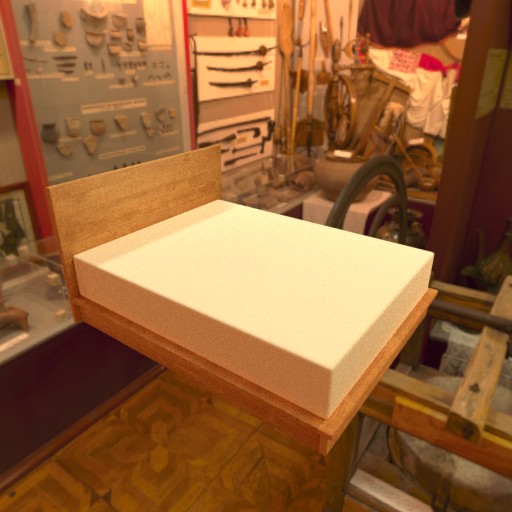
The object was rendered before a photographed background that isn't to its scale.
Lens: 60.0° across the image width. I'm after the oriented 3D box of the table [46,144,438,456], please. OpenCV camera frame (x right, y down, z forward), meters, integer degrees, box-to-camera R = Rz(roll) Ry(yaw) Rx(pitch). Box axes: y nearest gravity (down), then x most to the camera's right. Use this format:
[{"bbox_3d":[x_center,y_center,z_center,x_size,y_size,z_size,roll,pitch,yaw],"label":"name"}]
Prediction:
[{"bbox_3d":[0.000,0.000,3.155,2.149,1.041,1.707,18,31,32],"label":"table"}]
